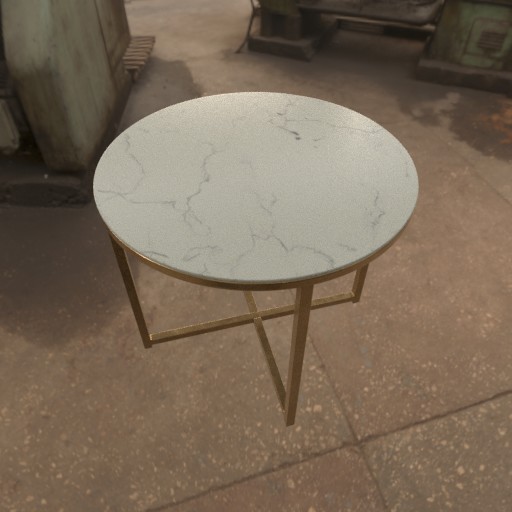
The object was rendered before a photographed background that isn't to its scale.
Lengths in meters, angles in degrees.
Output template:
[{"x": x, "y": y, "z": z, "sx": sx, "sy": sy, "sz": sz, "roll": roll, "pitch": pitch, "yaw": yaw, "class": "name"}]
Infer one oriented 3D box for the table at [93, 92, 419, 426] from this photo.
[{"x": 0.000, "y": 0.000, "z": 0.851, "sx": 0.500, "sy": 0.420, "sz": 0.500, "roll": 0, "pitch": 45, "yaw": 0, "class": "table"}]
